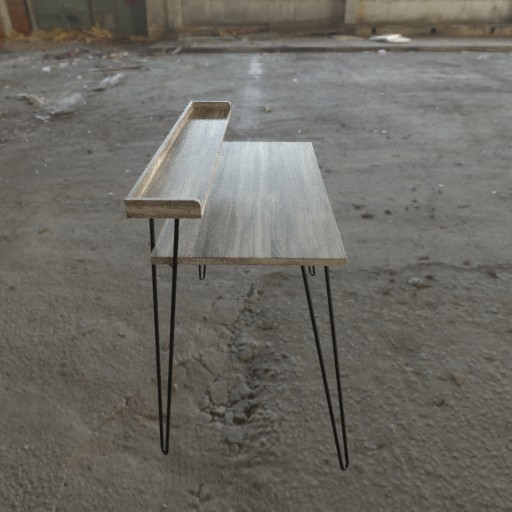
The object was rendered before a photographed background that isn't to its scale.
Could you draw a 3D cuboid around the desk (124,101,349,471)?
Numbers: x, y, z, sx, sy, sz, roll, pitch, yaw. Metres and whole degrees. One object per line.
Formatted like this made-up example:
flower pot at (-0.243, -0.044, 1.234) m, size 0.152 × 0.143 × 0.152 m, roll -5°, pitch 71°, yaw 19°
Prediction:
desk at (0.000, 0.000, 1.647) m, size 0.605 × 0.899 × 1.135 m, roll 0°, pitch 31°, yaw 1°
